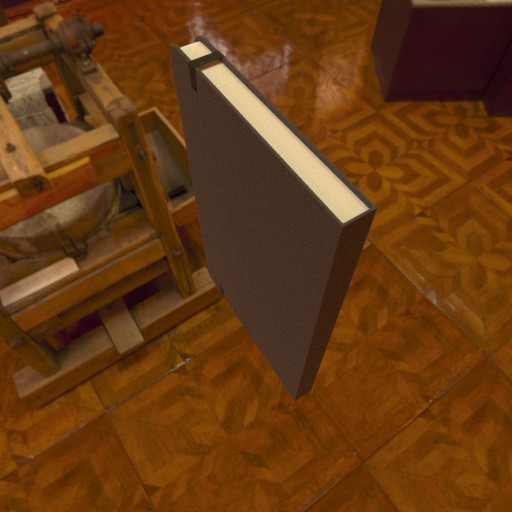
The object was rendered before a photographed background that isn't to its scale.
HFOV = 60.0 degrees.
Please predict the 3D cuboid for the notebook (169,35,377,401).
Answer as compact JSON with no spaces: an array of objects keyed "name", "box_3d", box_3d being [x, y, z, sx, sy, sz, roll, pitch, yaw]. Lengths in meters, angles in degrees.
[{"name":"notebook","box_3d":[0.000,0.000,0.264,0.016,0.213,0.127,-28,62,-17]}]
